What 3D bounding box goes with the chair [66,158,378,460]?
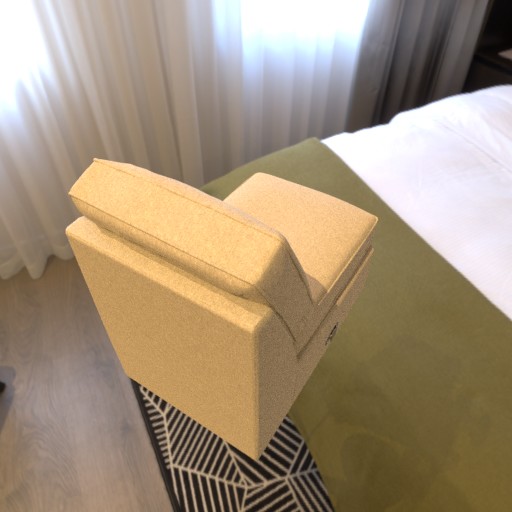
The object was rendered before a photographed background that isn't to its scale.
[{"bbox_3d":[0.000,0.000,1.694,0.674,1.058,1.020,24,50,22],"label":"chair"}]
